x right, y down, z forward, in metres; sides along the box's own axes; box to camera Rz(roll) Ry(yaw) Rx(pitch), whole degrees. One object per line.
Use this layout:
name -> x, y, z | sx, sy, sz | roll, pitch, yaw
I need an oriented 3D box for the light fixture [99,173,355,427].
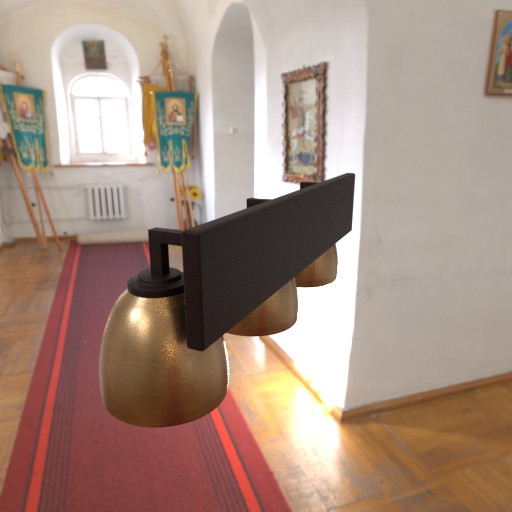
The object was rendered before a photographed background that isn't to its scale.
light fixture -> 0.000, 0.000, 0.667 | 0.157, 0.204, 0.582 | 8, 18, 25
